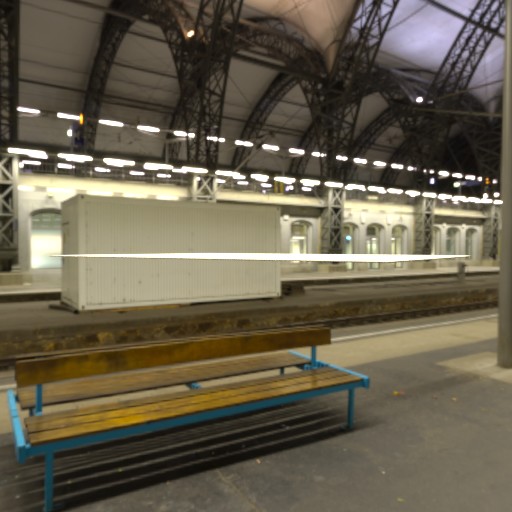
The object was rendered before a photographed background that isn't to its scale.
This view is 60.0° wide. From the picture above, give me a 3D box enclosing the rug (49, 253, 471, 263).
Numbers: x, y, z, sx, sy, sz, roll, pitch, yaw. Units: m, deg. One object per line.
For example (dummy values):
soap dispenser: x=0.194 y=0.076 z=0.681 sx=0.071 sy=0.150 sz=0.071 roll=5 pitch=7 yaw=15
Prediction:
rug: x=0.000 y=0.000 z=2.323 sx=1.850 sy=0.006 sz=1.234 roll=1 pitch=1 yaw=36
